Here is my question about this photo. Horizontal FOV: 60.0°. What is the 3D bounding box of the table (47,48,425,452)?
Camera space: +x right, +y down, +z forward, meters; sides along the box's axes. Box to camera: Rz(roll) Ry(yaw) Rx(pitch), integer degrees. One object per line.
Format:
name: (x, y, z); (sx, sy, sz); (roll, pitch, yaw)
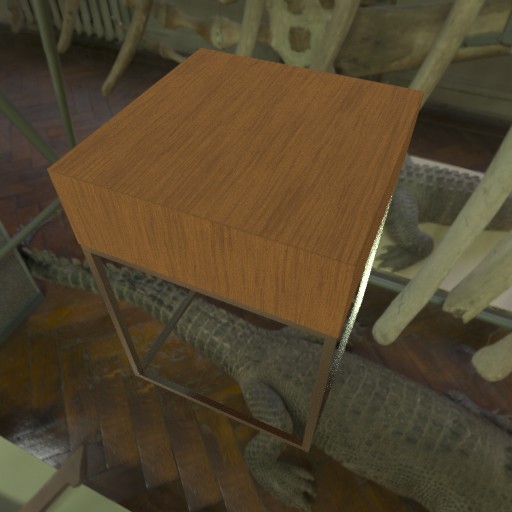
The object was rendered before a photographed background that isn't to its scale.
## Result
table: (0.000, 0.000, 0.821); (0.398, 0.540, 0.397); (18, 50, 16)
